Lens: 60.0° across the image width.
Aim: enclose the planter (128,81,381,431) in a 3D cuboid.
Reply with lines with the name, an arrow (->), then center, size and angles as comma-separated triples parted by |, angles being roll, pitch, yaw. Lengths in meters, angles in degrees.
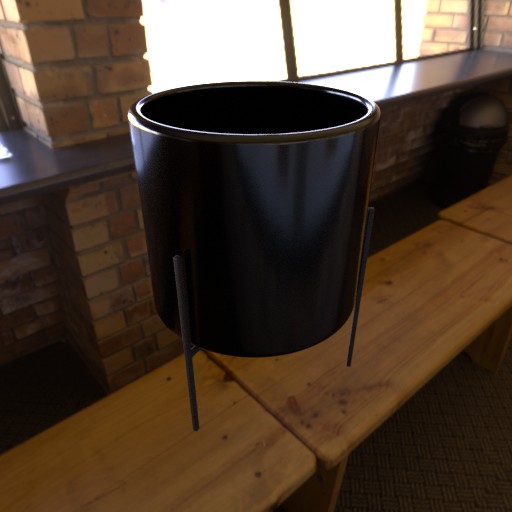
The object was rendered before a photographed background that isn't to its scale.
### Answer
planter -> 0.000, 0.000, 0.646 | 0.310, 0.432, 0.310 | 9, 33, 15
